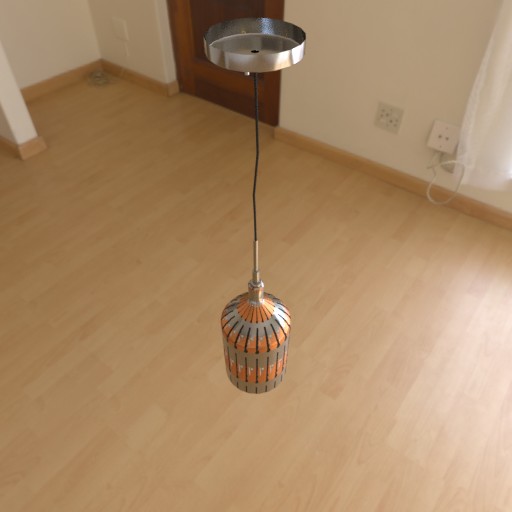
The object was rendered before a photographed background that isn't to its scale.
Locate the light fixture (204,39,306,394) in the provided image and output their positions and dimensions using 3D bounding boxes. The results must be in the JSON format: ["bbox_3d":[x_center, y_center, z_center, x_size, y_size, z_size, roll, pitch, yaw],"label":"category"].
[{"bbox_3d":[0.000,0.000,1.624,0.303,1.535,0.303,0,45,0],"label":"light fixture"}]
